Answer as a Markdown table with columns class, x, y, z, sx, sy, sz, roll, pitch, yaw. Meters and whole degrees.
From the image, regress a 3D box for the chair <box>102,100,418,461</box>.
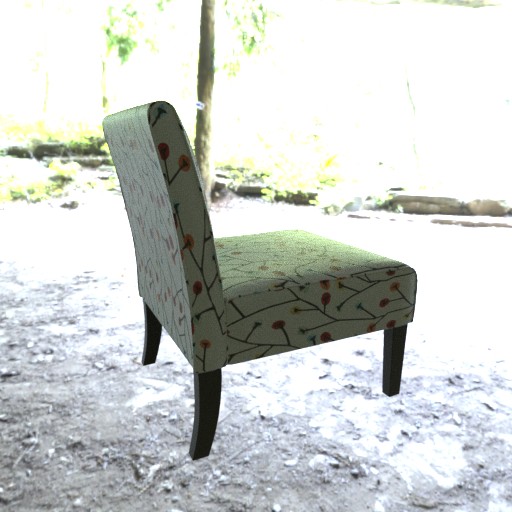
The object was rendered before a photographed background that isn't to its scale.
| class | x | y | z | sx | sy | sz | roll | pitch | yaw |
| --- | --- | --- | --- | --- | --- | --- | --- | --- | --- |
| chair | 0.000 | 0.000 | 1.314 | 0.732 | 0.813 | 0.597 | -7 | 16 | -26 |
